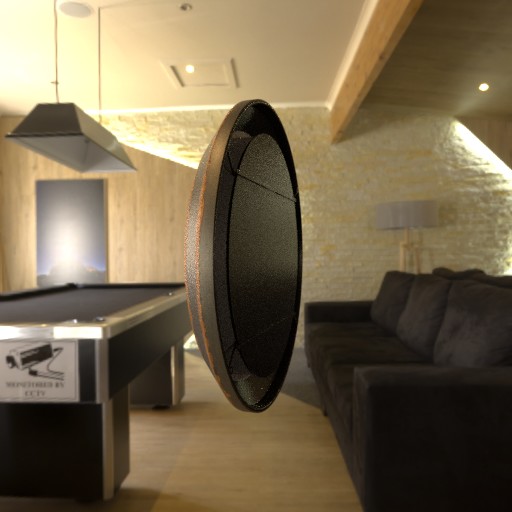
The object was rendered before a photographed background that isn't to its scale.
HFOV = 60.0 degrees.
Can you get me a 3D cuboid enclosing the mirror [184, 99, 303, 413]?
[{"bbox_3d":[0.000,0.000,1.367,0.111,0.907,0.907,0,1,18],"label":"mirror"}]
